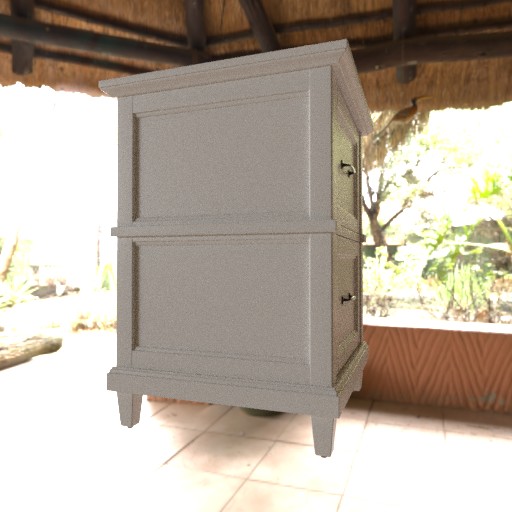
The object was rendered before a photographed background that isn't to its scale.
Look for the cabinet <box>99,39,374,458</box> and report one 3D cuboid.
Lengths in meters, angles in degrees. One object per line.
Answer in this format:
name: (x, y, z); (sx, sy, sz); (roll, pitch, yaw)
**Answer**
cabinet: (0.000, 0.000, 1.141); (0.547, 0.775, 0.544); (0, -1, 20)
